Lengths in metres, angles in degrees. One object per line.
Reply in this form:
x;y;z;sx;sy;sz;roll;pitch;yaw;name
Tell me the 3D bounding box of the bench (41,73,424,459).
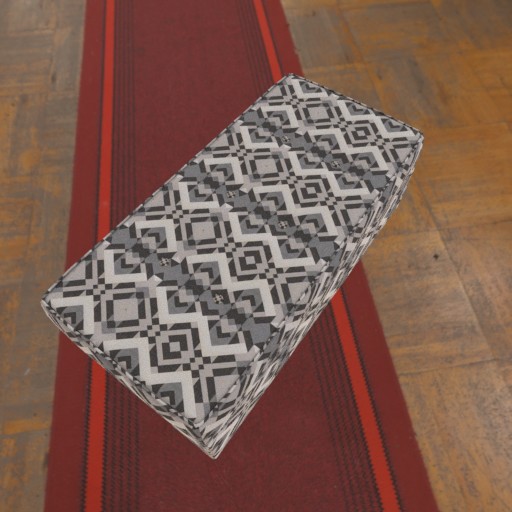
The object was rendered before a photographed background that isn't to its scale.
0.000;0.000;1.306;0.492;0.477;1.016;32;63;18;bench
